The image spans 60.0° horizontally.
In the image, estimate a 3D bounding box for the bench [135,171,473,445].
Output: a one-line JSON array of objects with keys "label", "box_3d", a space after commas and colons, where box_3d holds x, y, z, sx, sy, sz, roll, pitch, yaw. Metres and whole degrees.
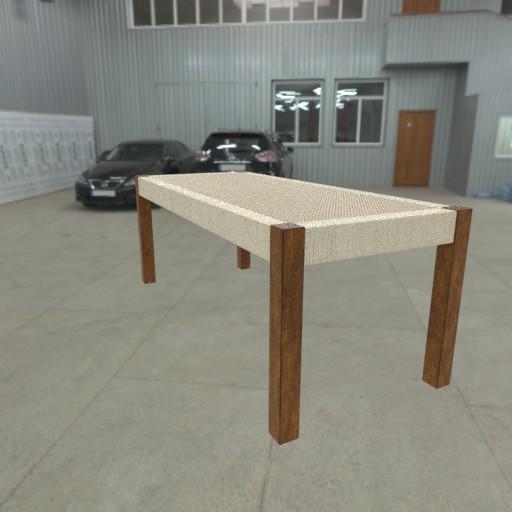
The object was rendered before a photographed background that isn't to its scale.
[{"label": "bench", "box_3d": [0.000, 0.000, 1.482, 0.507, 0.457, 1.198, -8, 17, -26]}]
